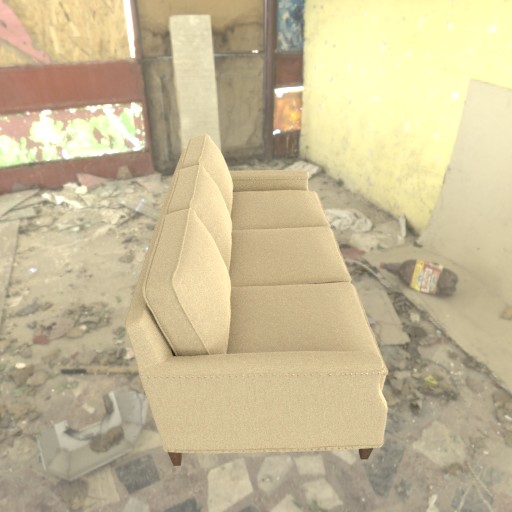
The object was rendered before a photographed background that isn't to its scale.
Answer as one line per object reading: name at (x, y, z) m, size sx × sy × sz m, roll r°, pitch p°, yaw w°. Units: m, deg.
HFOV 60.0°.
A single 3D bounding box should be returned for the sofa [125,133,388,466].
sofa at (0.000, 0.000, 2.752) m, size 1.084 × 1.003 × 2.246 m, roll -1°, pitch 31°, yaw -2°
